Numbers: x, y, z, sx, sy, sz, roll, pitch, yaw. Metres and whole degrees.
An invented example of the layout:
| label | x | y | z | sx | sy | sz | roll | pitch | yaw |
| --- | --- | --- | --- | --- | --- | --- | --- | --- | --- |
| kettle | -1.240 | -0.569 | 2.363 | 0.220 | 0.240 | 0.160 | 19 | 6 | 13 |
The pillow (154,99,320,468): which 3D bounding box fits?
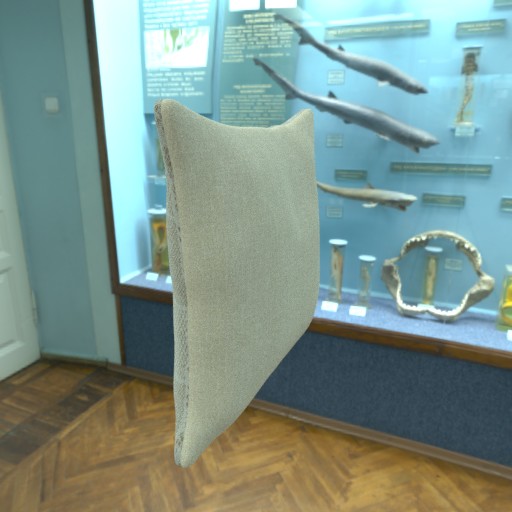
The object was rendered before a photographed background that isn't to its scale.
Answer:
| label | x | y | z | sx | sy | sz | roll | pitch | yaw |
| --- | --- | --- | --- | --- | --- | --- | --- | --- | --- |
| pillow | 0.000 | 0.000 | 0.670 | 0.138 | 0.432 | 0.436 | 8 | 18 | 24 |
